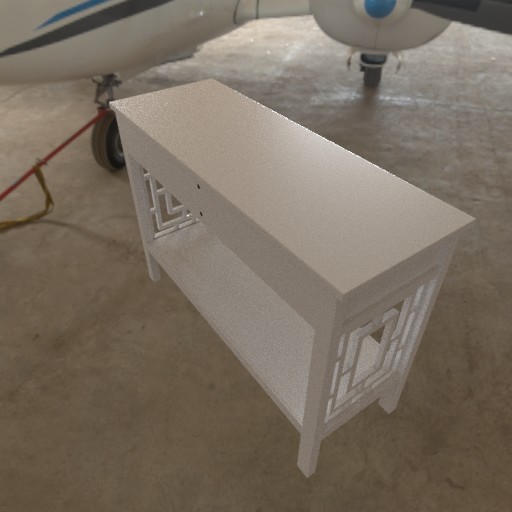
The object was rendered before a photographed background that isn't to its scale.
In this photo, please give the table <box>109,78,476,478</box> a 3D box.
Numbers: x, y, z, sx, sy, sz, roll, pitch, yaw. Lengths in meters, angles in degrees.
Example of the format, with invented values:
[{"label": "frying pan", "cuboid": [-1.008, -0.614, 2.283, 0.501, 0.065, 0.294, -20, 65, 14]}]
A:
[{"label": "table", "cuboid": [0.000, 0.000, 1.420, 0.397, 0.753, 1.068, -25, 46, -26]}]
